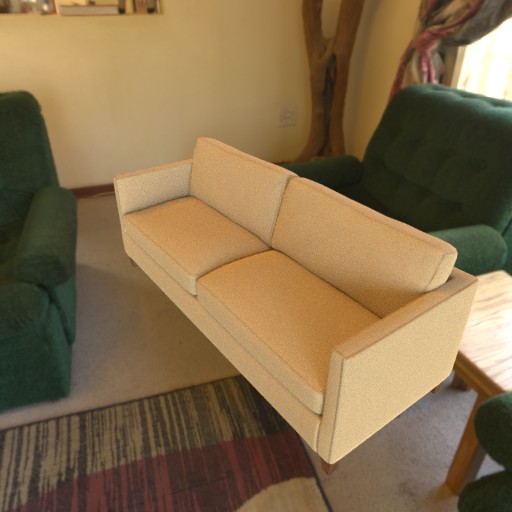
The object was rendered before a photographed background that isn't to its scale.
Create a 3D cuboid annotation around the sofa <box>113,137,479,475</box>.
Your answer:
[{"bbox_3d":[0.000,0.000,2.807,0.951,0.968,2.361,-21,37,-31],"label":"sofa"}]
